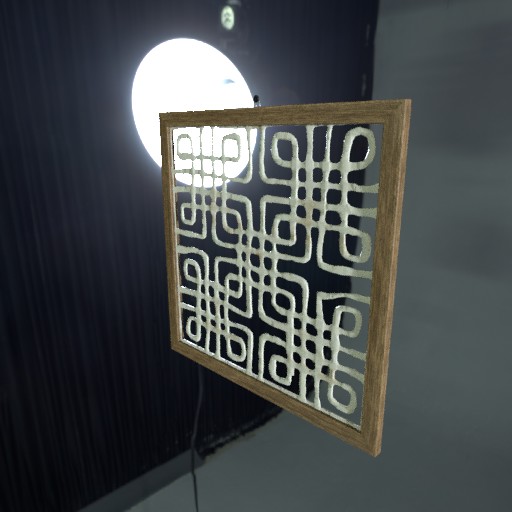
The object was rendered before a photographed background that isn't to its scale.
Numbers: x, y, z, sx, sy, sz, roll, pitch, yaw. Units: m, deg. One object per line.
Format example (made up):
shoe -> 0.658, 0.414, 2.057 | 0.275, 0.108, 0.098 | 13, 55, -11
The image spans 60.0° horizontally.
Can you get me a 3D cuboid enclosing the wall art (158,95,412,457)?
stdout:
wall art -> 0.000, 0.000, 0.847 | 0.561, 0.582, 0.021 | 14, 21, 41
